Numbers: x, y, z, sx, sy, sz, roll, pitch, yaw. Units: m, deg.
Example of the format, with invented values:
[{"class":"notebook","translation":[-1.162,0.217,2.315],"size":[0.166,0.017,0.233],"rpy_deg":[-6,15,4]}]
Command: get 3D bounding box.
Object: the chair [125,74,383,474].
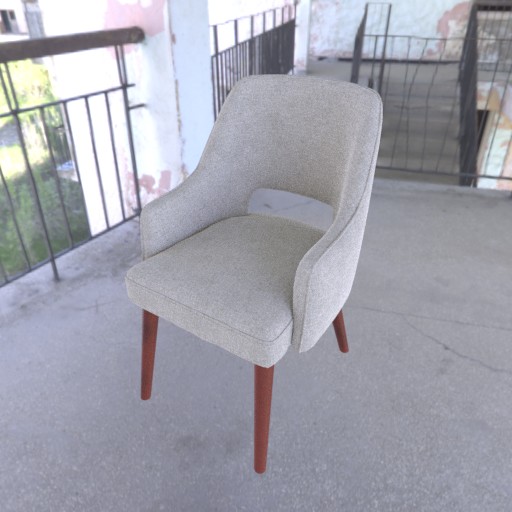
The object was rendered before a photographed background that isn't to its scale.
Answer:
[{"class":"chair","translation":[0.000,0.000,1.222],"size":[0.548,0.849,0.605],"rpy_deg":[20,36,29]}]
